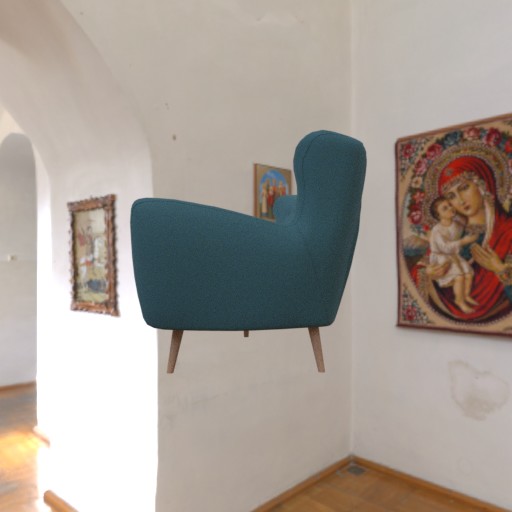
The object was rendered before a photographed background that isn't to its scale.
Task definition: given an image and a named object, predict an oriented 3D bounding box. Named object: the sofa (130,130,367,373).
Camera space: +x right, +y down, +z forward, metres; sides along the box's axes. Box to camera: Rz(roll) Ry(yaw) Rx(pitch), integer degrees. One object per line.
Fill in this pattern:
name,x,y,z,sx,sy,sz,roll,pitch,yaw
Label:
sofa,0.000,0.000,2.428,0.889,0.890,1.930,0,0,0
